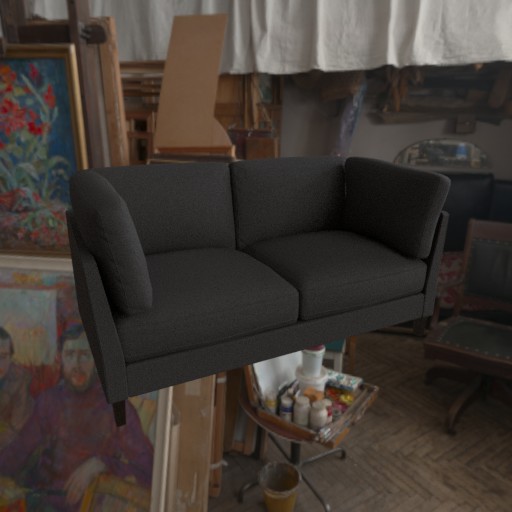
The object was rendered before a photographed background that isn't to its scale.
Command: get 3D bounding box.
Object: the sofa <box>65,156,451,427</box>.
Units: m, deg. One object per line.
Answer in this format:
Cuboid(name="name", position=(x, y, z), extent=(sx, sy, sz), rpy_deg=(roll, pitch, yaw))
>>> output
Cuboid(name="sofa", position=(0.000, 0.000, 2.294), extent=(1.751, 0.920, 0.969), rpy_deg=(-9, 20, -26))
